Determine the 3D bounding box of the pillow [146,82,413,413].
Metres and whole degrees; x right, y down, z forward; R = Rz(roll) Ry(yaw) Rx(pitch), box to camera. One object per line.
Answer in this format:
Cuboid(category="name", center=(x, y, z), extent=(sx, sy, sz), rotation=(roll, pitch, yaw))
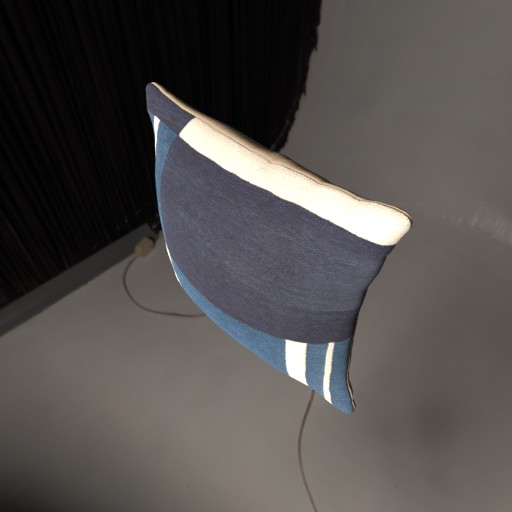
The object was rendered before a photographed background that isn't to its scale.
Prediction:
Cuboid(category="pillow", center=(0.000, 0.000, 0.812), extent=(0.536, 0.506, 0.229), rotation=(36, 57, 28))
